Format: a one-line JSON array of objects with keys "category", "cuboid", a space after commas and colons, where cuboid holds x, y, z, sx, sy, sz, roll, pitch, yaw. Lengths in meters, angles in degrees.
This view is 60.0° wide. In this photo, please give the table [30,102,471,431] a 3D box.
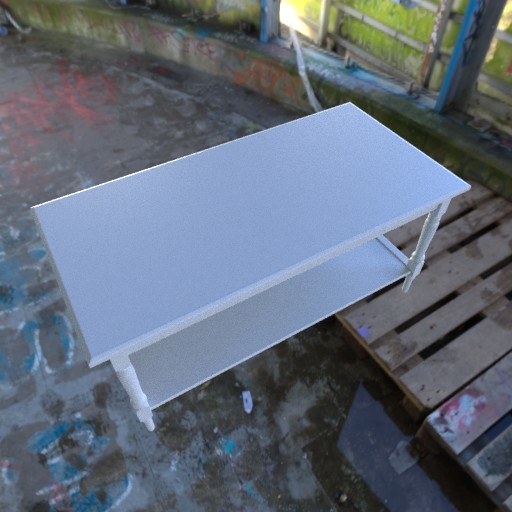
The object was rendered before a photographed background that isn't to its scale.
[{"category": "table", "cuboid": [0.000, 0.000, 1.423, 1.109, 0.506, 0.551, -24, 52, -20]}]
